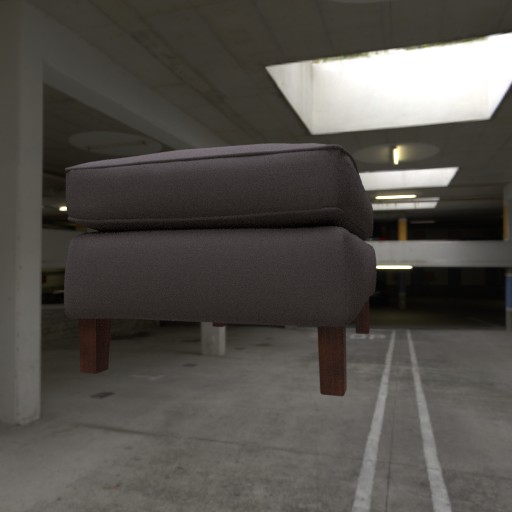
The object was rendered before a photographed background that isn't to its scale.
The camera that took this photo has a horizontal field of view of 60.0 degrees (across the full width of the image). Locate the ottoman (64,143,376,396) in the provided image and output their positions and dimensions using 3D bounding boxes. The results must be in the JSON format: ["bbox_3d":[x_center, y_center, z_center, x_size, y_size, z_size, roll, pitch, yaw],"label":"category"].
[{"bbox_3d":[0.000,0.000,0.976,0.508,0.406,0.686,0,-1,18],"label":"ottoman"}]
